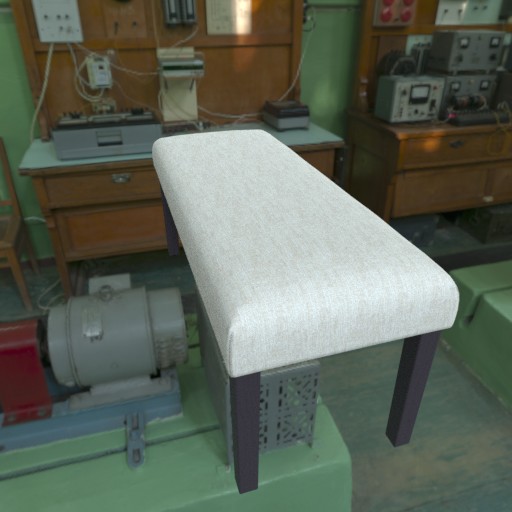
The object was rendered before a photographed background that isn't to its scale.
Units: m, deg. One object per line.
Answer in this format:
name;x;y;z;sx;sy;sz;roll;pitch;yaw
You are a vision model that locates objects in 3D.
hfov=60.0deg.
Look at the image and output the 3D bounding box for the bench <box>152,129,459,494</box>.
bench;0.000;0.000;1.187;0.407;0.456;1.013;-9;31;-15
